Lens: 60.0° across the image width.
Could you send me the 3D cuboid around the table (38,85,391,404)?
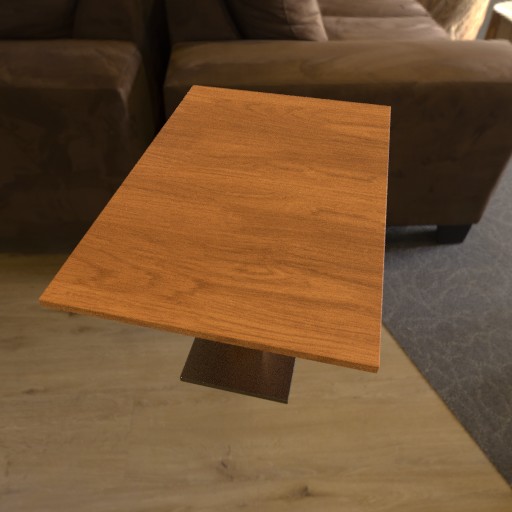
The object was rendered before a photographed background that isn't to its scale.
[{"bbox_3d":[0.000,0.000,1.834,0.900,0.770,1.300,9,47,9],"label":"table"}]
